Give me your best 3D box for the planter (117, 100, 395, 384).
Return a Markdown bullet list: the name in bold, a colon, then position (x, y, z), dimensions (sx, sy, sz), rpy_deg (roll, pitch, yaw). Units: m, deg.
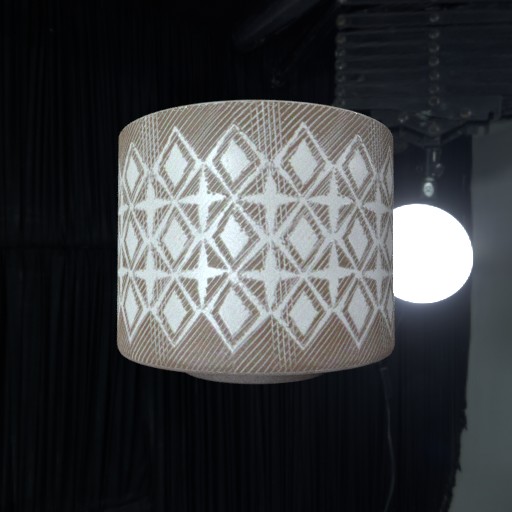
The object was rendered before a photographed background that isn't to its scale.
- **planter**: position (0.000, 0.000, 0.213), dimensions (0.126, 0.104, 0.126), rpy_deg (0, -1, 0)
